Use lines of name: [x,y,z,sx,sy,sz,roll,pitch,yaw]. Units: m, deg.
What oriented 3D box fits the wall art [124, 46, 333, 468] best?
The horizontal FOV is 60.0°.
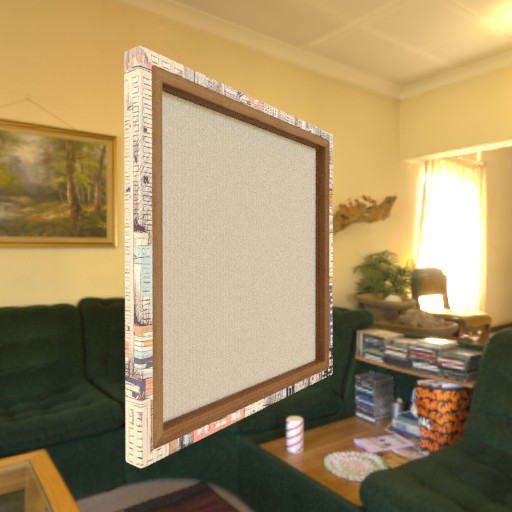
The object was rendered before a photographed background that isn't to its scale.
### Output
wall art: [0.000,0.000,0.888,0.038,0.608,0.607,1,1,36]
